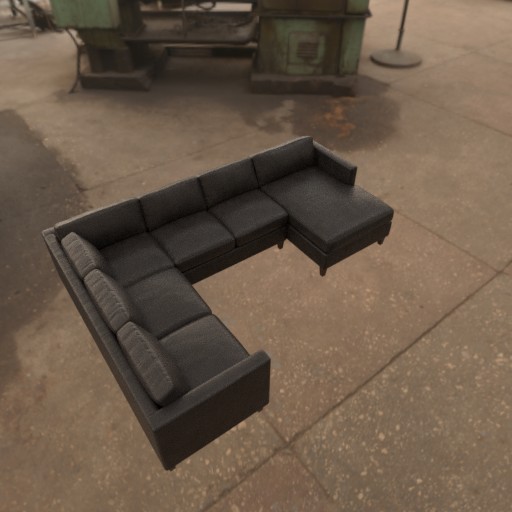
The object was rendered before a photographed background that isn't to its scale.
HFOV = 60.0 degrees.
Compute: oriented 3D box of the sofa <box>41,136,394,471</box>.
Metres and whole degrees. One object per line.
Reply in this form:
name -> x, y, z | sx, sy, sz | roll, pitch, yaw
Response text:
sofa -> 0.000, 0.000, 4.411 | 3.324, 0.891, 2.452 | -26, 48, -25
